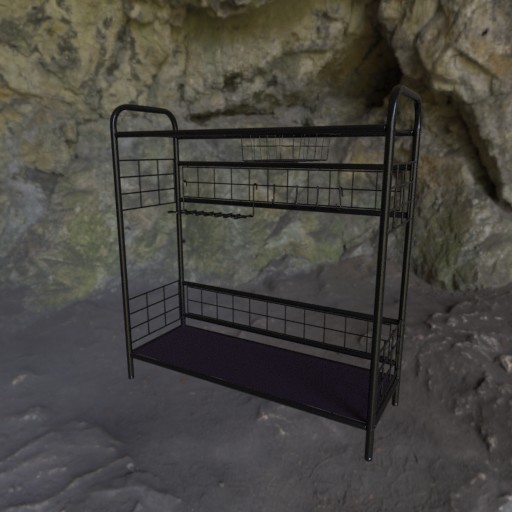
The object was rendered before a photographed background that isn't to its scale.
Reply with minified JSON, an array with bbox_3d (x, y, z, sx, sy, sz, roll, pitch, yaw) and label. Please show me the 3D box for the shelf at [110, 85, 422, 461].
[{"bbox_3d":[0.000,0.000,1.526,0.961,1.026,0.350,8,15,29],"label":"shelf"}]
